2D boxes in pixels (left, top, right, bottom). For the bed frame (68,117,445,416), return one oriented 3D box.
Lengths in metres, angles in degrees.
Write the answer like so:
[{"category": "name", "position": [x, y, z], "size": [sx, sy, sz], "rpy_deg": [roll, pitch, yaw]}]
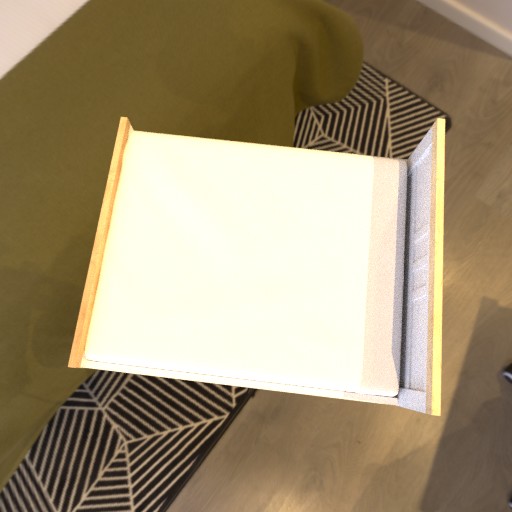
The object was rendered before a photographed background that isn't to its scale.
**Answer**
[{"category": "bed frame", "position": [0.000, 0.000, 2.915], "size": [2.050, 0.980, 1.670], "rpy_deg": [6, 76, 2]}]
